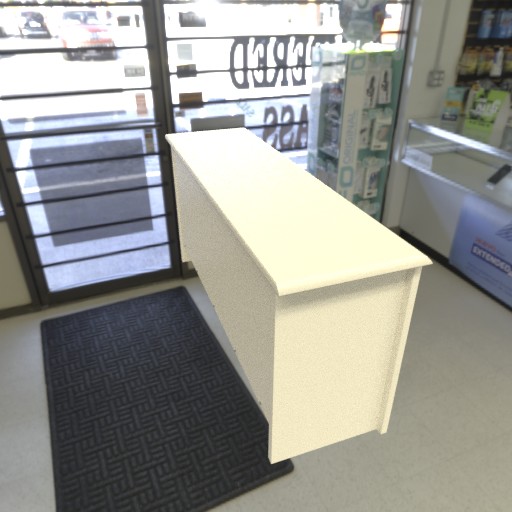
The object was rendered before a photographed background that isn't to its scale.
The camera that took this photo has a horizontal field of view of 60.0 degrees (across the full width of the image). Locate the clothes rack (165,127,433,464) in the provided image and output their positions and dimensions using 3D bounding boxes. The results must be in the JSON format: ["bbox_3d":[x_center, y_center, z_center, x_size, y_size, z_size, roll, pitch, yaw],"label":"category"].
[{"bbox_3d":[0.000,0.000,1.396,0.324,0.531,1.120,-10,31,-17],"label":"clothes rack"}]
